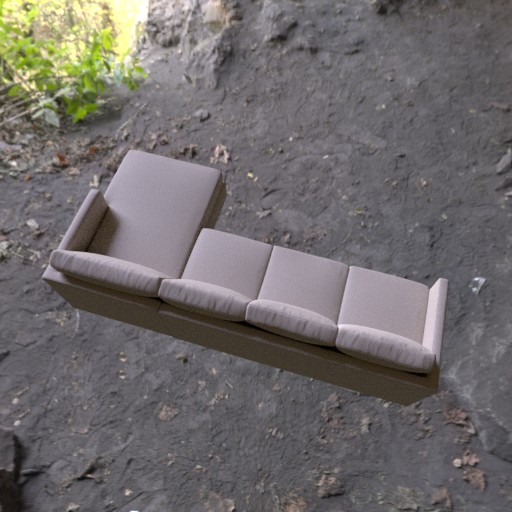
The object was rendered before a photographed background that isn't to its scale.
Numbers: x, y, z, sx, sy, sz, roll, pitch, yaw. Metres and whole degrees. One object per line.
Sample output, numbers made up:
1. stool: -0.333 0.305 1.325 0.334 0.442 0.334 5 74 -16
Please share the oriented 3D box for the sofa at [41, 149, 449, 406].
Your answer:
1. sofa: 0.000 0.000 3.937 3.206 0.871 1.622 15 64 7
